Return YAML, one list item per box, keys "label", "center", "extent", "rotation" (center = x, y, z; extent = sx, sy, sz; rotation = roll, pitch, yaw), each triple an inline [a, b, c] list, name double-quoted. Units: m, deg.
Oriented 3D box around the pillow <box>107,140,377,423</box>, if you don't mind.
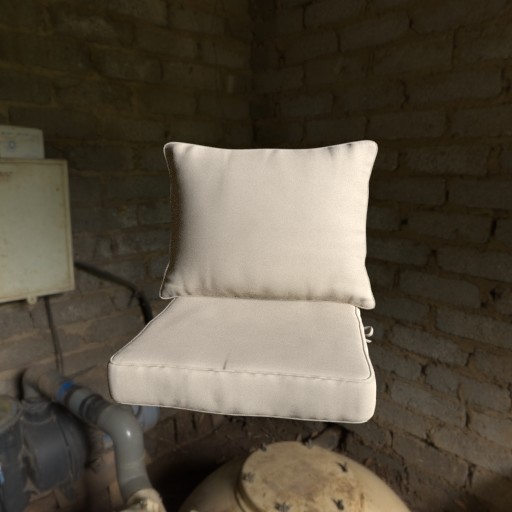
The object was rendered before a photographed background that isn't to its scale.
- label: "pillow"
  center: [0.000, 0.000, 1.382]
  extent: [0.798, 0.716, 0.733]
  rotation: [2, 12, 8]
